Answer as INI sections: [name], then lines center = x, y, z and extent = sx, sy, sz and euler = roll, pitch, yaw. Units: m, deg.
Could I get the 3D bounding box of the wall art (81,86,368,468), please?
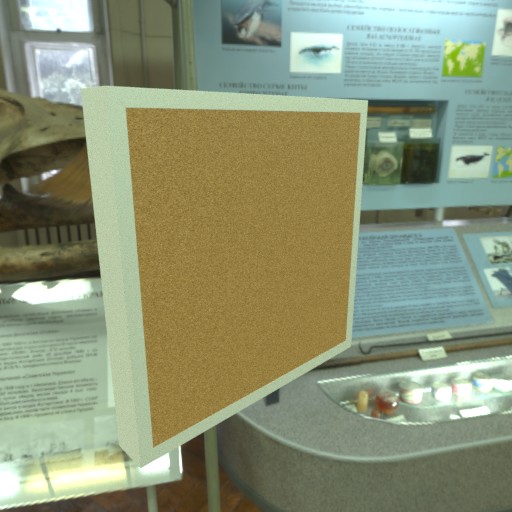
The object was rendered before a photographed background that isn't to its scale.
[wall art]
center = 0.000, 0.000, 0.443
extent = 0.305, 0.302, 0.038
euler = -16, 23, -41
